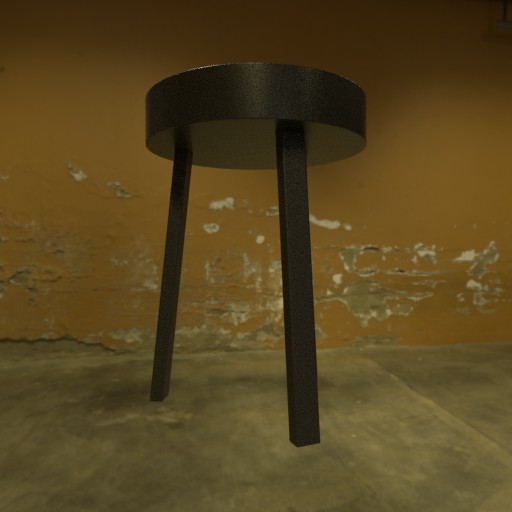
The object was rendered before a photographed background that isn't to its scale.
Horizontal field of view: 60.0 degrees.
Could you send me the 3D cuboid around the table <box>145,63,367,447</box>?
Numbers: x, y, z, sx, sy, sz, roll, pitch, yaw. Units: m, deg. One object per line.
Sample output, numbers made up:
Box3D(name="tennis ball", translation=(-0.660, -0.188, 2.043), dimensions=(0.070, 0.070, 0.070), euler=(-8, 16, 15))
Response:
Box3D(name="table", translation=(0.000, 0.000, 0.842), dimensions=(0.406, 0.559, 0.406), euler=(0, 1, 0))
